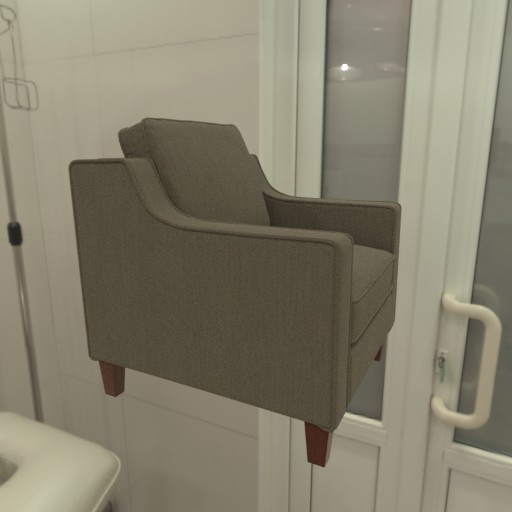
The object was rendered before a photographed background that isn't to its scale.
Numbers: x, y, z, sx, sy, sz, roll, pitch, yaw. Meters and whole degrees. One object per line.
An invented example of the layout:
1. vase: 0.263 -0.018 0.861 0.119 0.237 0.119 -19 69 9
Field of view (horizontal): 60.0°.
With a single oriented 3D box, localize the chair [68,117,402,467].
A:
1. chair: 0.000 0.000 1.625 0.909 0.960 0.831 7 16 26
